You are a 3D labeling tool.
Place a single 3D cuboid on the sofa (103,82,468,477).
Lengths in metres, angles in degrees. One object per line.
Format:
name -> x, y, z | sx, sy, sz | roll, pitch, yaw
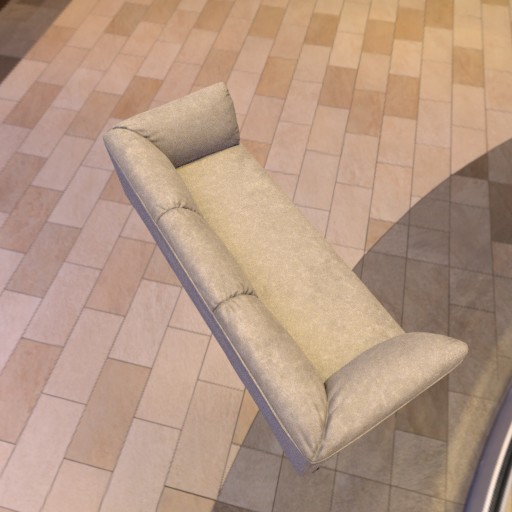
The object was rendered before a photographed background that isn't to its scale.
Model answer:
sofa -> 0.000, 0.000, 2.613 | 0.899, 0.758, 2.238 | -28, 63, -16
